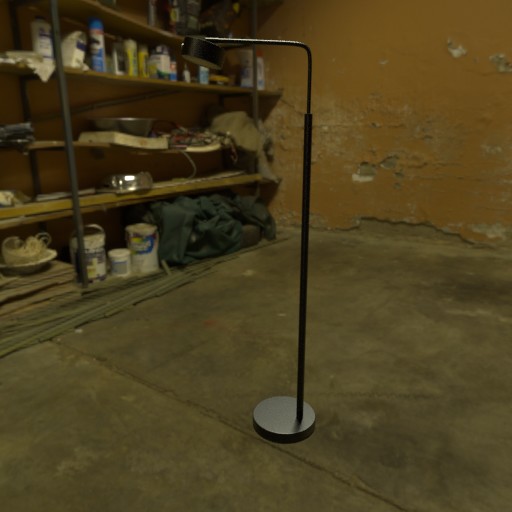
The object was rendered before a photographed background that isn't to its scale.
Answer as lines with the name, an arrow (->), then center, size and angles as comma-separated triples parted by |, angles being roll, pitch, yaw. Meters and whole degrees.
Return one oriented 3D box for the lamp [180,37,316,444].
lamp -> 0.000, 0.000, 1.388 | 0.418, 1.230, 0.219 | -2, 15, -8
